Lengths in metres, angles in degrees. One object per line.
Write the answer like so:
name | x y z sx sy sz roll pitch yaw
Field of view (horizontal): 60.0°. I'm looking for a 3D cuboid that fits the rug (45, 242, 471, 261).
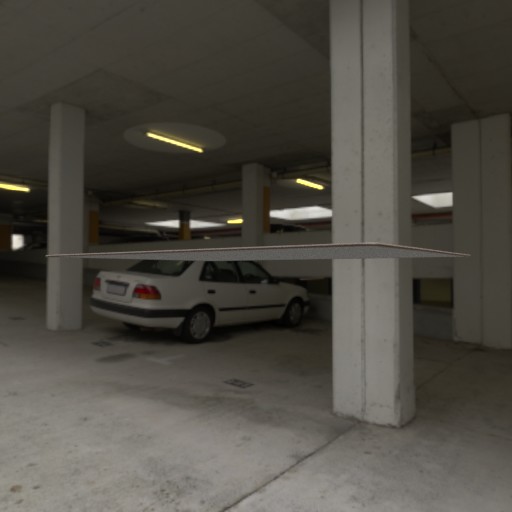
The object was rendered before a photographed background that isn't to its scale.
rug | 0.000 0.000 2.696 2.115 0.013 1.517 -1 -2 37
